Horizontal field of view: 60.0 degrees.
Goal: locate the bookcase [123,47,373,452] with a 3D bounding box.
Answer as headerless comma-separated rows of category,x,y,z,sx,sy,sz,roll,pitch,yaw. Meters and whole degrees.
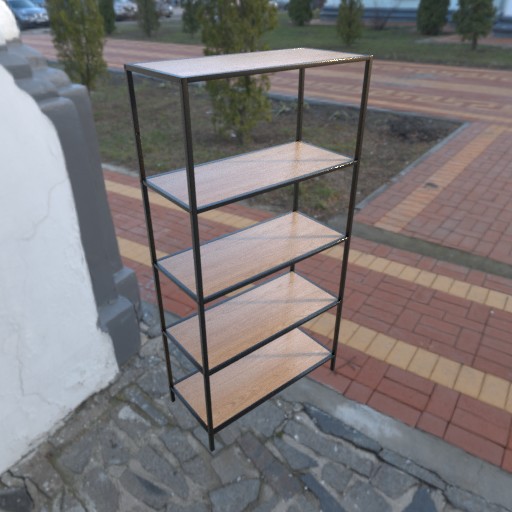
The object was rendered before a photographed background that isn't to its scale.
bookcase,0.000,0.000,1.836,0.770,1.500,0.350,-22,37,-33
